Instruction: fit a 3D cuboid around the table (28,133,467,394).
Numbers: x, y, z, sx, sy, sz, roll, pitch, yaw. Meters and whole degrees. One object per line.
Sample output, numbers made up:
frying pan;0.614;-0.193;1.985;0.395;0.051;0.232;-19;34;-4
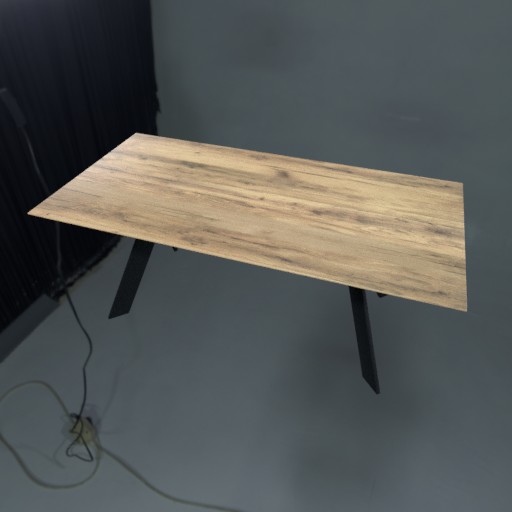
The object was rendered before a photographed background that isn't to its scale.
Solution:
table;0.000;0.000;2.505;2.000;0.770;1.000;12;40;15
